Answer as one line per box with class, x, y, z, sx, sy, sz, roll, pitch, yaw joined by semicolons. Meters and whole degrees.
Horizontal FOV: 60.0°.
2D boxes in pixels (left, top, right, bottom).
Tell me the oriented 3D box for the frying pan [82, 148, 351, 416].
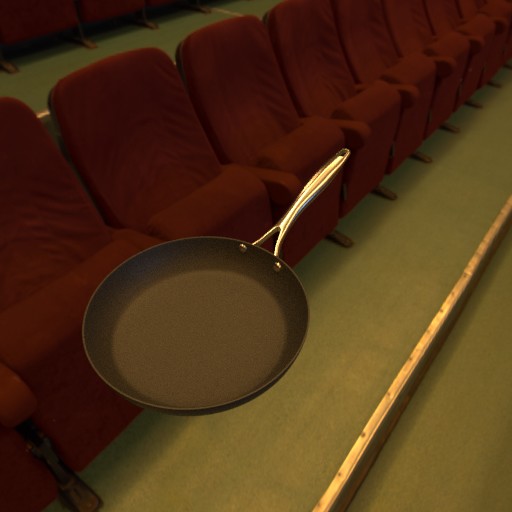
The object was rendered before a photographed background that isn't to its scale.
frying pan;0.000;0.000;0.571;0.255;0.105;0.472;27;48;27
